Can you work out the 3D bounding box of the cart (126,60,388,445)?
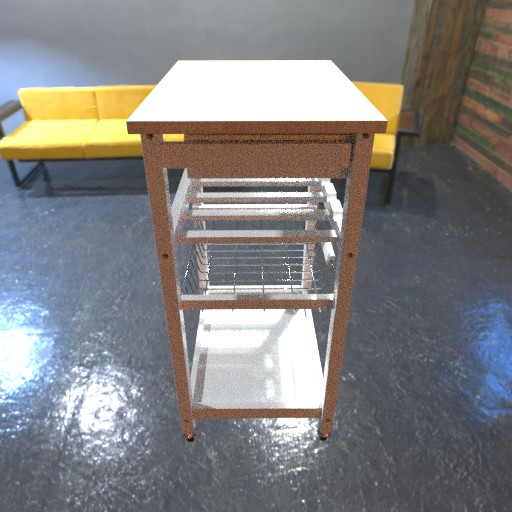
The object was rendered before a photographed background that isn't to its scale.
[{"bbox_3d":[0.000,0.000,1.156,0.406,0.857,0.578,0,32,0],"label":"cart"}]
